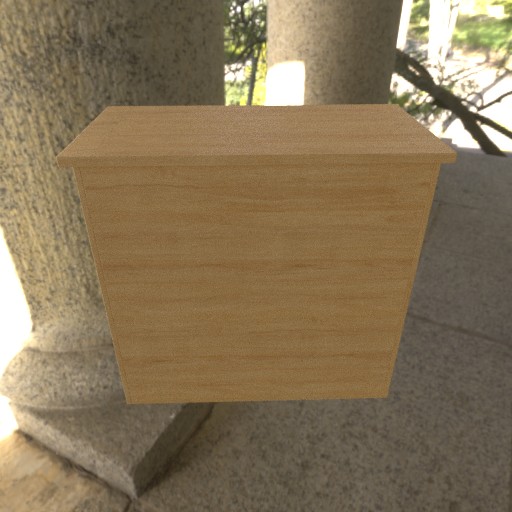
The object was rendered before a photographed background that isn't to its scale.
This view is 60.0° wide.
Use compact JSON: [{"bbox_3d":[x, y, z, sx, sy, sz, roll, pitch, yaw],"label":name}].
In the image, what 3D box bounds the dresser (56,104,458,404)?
[{"bbox_3d":[0.000,0.000,1.248,0.800,0.730,0.410,-1,32,-2],"label":"dresser"}]
